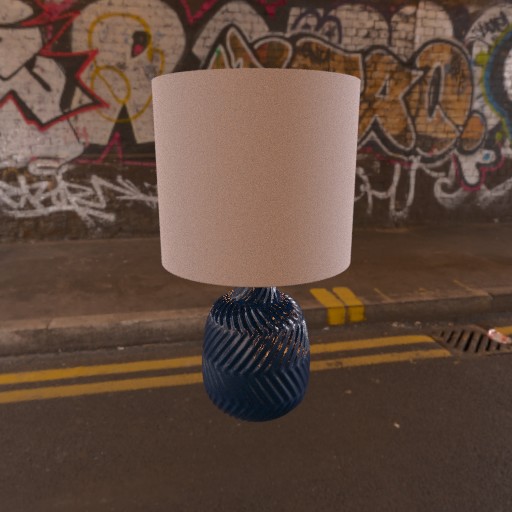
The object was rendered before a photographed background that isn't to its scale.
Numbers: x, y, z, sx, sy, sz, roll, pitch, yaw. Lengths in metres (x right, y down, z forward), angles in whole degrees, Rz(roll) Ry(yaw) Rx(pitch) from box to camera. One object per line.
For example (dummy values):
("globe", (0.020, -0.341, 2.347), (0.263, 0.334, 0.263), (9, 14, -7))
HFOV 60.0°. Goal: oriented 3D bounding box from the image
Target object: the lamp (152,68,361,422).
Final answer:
("lamp", (0.000, 0.000, 0.488), (0.203, 0.368, 0.203), (8, 17, 26))
